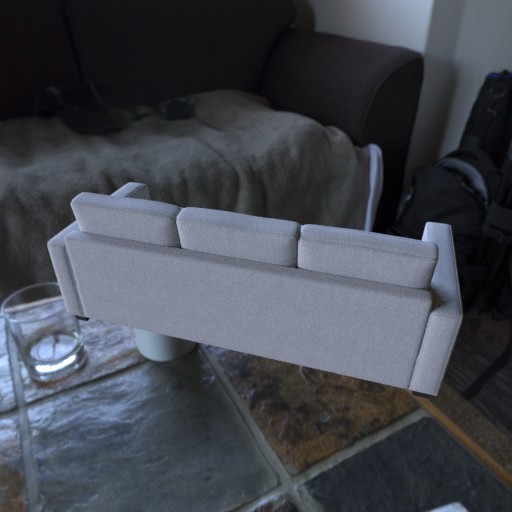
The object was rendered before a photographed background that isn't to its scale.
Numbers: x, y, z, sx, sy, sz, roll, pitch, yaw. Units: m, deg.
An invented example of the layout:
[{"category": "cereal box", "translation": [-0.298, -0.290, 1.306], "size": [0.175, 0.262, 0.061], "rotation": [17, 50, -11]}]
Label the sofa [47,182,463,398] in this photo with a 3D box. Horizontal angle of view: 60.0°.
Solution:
[{"category": "sofa", "translation": [0.000, 0.000, 2.568], "size": [2.120, 0.800, 0.900], "rotation": [9, 34, 14]}]
